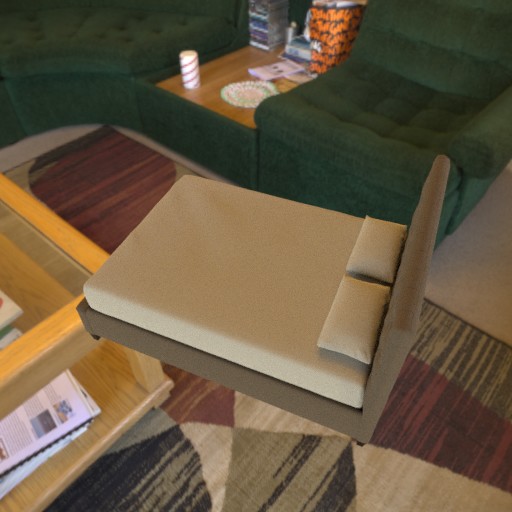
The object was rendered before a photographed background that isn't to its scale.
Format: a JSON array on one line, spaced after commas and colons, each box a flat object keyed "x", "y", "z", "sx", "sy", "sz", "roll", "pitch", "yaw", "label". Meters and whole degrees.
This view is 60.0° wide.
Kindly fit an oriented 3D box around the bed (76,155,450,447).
[{"x": 0.000, "y": 0.000, "z": 3.487, "sx": 2.387, "sy": 1.427, "sz": 1.698, "roll": 17, "pitch": 48, "yaw": 16, "label": "bed"}]
